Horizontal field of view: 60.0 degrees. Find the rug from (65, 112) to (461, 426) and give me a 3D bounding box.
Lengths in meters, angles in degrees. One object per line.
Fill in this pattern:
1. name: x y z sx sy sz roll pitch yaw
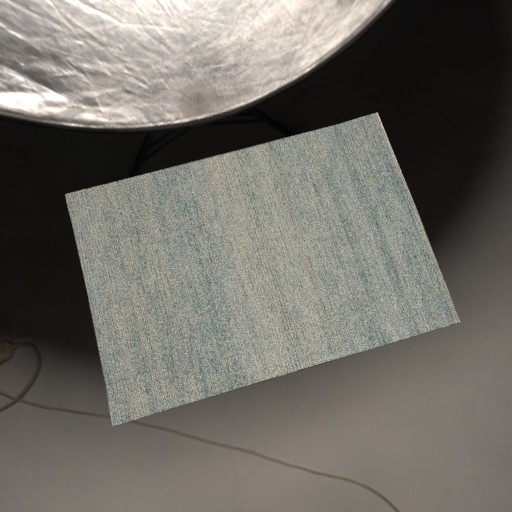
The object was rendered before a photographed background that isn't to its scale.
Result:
1. rug: 0.000 0.000 5.241 4.078 0.052 2.802 -15 76 -4
